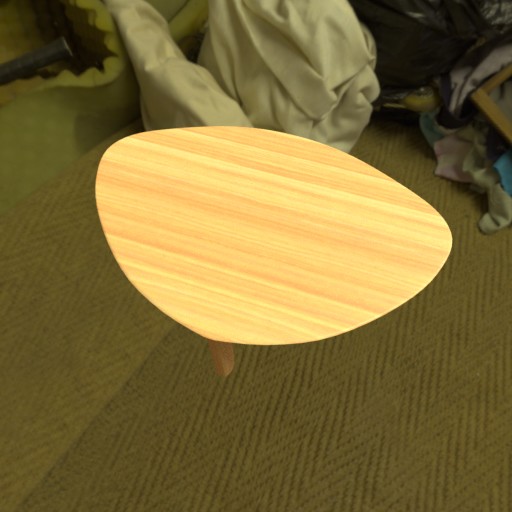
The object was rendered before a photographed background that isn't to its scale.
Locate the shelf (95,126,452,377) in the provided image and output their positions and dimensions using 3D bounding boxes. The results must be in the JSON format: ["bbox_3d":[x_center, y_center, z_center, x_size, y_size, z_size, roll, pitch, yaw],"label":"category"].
[{"bbox_3d":[0.000,0.000,1.653,1.246,0.440,0.845,16,61,9],"label":"shelf"}]
